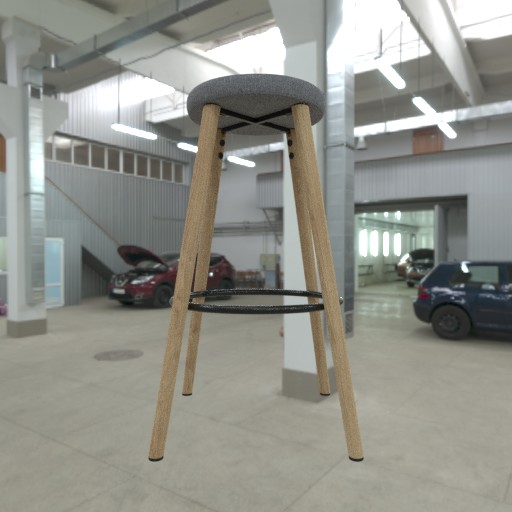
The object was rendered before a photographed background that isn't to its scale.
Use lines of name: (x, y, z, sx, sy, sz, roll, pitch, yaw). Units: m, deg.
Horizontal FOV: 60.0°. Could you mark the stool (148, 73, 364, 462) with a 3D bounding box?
stool: (0.000, 0.000, 1.034, 0.410, 0.770, 0.410, 0, 0, 0)
